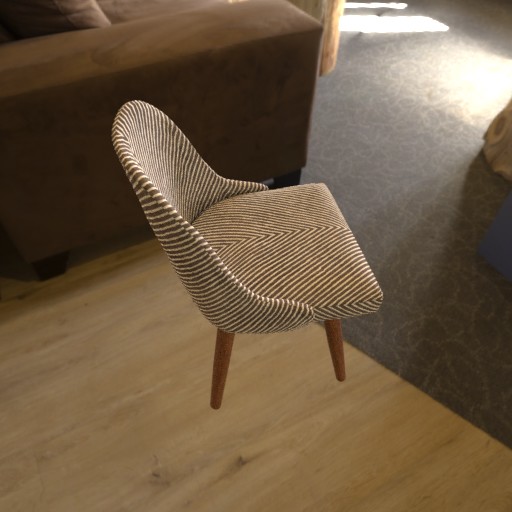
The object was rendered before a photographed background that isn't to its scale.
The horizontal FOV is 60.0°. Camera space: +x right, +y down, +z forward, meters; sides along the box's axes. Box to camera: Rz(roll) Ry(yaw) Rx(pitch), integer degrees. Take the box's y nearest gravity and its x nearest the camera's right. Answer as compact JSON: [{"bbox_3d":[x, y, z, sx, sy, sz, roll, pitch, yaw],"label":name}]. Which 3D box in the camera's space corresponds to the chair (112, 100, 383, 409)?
[{"bbox_3d":[0.000,0.000,1.256,0.591,0.883,0.504,-10,49,-9],"label":"chair"}]
